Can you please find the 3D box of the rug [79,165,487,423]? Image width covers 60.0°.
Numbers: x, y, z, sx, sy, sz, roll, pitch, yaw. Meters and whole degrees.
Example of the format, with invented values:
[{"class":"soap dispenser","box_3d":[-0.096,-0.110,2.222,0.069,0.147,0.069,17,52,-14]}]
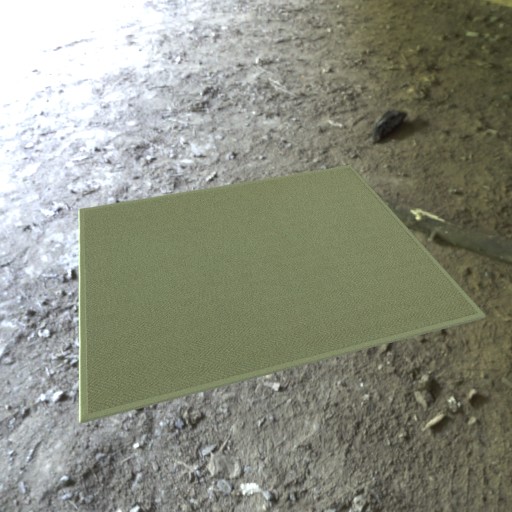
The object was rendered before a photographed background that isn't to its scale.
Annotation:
[{"class":"rug","box_3d":[0.000,0.000,3.983,3.051,0.020,2.407,-11,43,-12]}]
